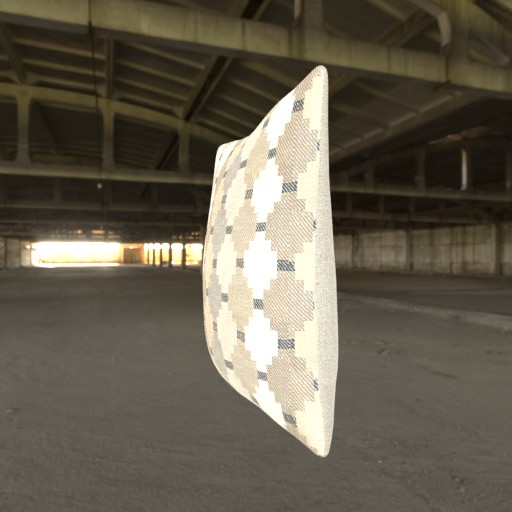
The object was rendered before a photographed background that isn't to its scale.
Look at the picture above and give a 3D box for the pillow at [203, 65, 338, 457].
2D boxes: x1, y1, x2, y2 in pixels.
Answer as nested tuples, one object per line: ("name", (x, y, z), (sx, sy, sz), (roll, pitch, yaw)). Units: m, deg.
("pillow", (0.000, 0.000, 0.878), (0.192, 0.558, 0.578), (0, 0, -19))
